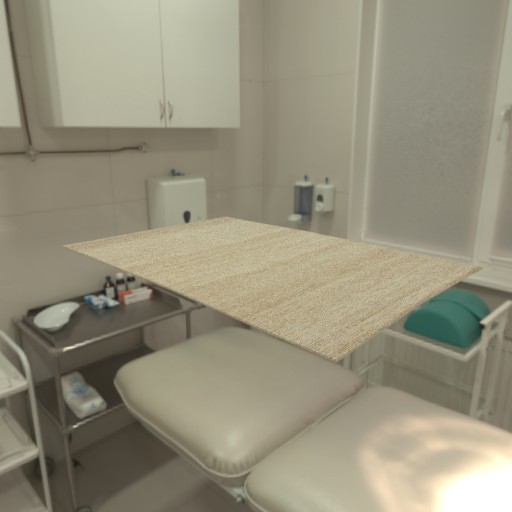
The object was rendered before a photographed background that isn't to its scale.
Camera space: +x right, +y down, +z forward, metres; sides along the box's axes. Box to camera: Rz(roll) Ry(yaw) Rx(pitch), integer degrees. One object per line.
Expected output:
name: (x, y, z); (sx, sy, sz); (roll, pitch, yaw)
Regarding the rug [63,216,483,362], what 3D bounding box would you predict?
rug: (0.000, 0.000, 2.929); (2.346, 0.029, 1.574); (15, 22, 42)
